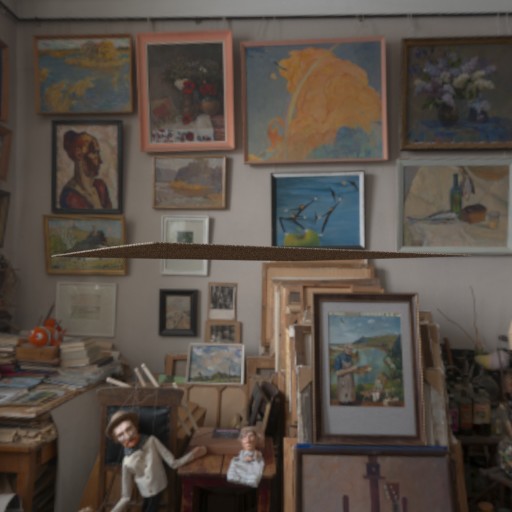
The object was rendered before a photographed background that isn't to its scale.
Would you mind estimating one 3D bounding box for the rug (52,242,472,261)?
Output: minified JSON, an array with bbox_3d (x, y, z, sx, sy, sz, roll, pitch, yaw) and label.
[{"bbox_3d":[0.000,0.000,4.050,3.048,0.013,2.439,1,-3,-36],"label":"rug"}]
